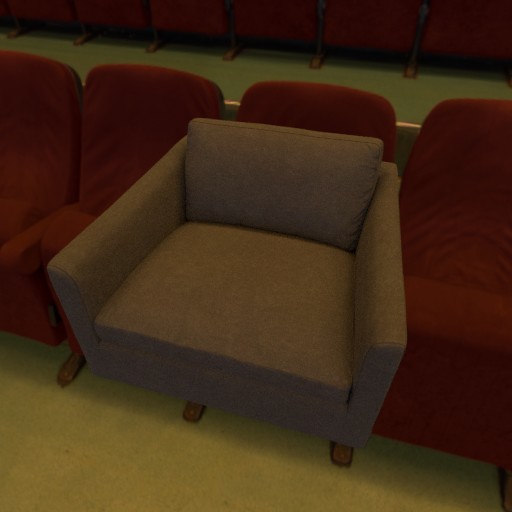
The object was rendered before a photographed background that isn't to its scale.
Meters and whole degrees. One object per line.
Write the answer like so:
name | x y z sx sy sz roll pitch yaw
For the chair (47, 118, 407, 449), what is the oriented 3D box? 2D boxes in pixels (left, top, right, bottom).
chair | 0.000 0.000 1.903 1.190 0.845 1.091 11 43 12
